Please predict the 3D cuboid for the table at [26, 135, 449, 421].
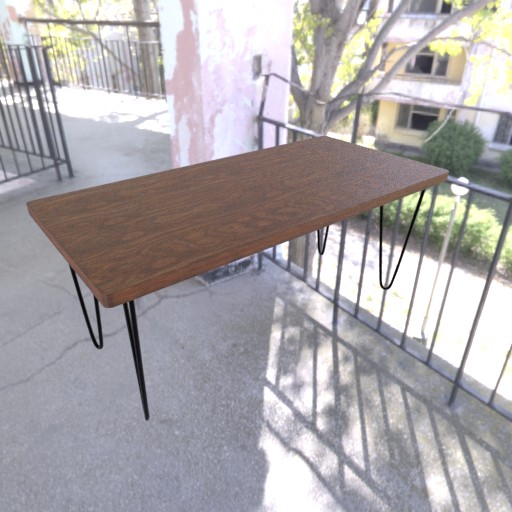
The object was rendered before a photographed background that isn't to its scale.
[{"bbox_3d":[0.000,0.000,2.234,1.791,0.753,0.883,-21,36,-32],"label":"table"}]
